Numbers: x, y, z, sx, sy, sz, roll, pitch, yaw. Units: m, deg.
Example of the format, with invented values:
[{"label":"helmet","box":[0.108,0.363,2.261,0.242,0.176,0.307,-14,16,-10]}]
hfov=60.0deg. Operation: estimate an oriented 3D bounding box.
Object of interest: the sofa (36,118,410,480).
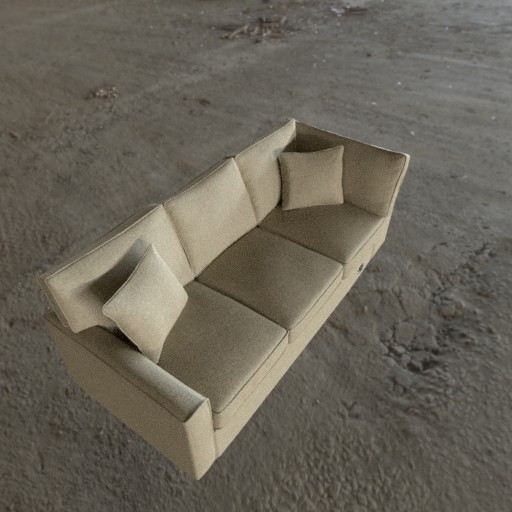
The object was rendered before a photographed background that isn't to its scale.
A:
[{"label":"sofa","box":[0.000,0.000,2.823,1.061,0.962,2.317,25,47,26]}]
